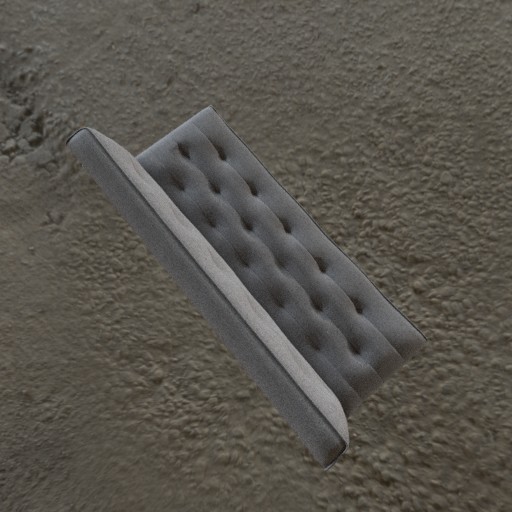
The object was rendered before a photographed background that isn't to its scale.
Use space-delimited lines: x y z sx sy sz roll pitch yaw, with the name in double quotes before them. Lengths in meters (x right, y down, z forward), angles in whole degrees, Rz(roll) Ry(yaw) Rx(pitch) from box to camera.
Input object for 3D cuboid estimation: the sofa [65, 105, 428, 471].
"sofa" 0.000 0.000 2.299 0.810 0.830 1.820 -39 78 -10
